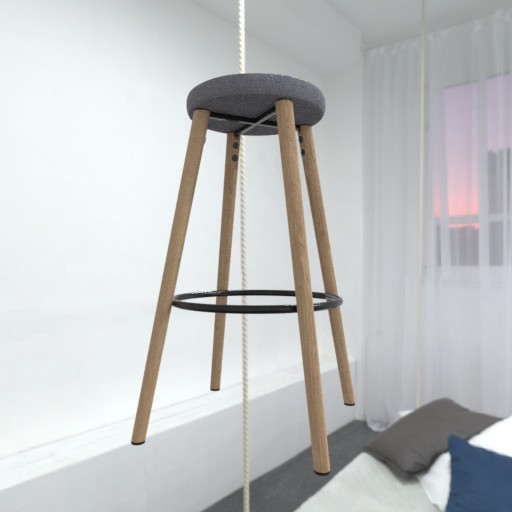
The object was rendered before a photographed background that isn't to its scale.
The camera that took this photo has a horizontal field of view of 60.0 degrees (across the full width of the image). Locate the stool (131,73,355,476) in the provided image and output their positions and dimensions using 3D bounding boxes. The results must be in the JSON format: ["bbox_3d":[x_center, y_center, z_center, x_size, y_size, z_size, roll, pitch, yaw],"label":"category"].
[{"bbox_3d":[0.000,0.000,1.032,0.410,0.770,0.410,0,0,19],"label":"stool"}]
